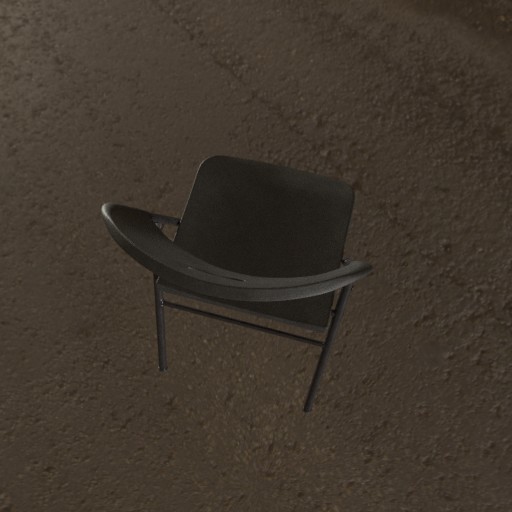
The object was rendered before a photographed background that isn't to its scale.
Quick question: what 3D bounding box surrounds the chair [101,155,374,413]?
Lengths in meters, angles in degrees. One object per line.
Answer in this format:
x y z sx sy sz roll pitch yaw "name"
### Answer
0.000 0.000 1.132 0.494 0.810 0.566 14 63 7 "chair"
